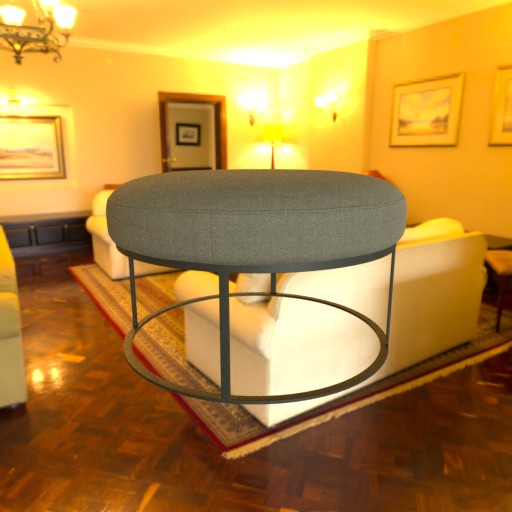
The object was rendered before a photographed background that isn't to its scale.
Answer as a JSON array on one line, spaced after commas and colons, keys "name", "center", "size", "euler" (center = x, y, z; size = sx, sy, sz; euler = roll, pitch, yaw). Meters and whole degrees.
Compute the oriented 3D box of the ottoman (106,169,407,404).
[{"name": "ottoman", "center": [0.000, 0.000, 1.219], "size": [0.772, 0.460, 0.772], "euler": [0, 13, 0]}]
